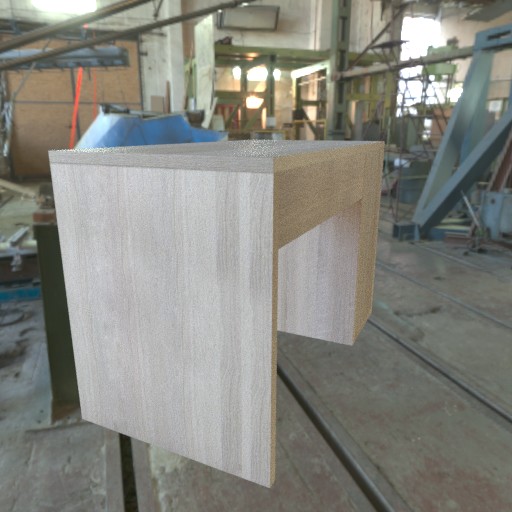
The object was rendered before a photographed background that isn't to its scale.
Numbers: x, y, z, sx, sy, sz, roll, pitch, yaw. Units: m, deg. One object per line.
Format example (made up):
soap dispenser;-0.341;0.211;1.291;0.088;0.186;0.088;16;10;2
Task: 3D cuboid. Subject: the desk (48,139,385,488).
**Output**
desk;0.000;0.000;1.500;0.600;0.731;1.100;8;18;25
